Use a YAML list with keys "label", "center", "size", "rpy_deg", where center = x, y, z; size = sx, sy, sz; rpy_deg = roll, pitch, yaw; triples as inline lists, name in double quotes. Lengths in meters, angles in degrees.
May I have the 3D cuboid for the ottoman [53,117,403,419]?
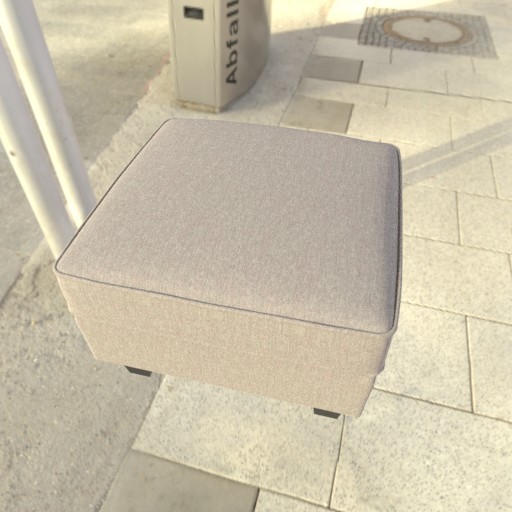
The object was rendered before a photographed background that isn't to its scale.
- label: "ottoman"
  center: [0.000, 0.000, 1.421]
  size: [0.871, 0.612, 0.808]
  rpy_deg: [10, 46, 9]
